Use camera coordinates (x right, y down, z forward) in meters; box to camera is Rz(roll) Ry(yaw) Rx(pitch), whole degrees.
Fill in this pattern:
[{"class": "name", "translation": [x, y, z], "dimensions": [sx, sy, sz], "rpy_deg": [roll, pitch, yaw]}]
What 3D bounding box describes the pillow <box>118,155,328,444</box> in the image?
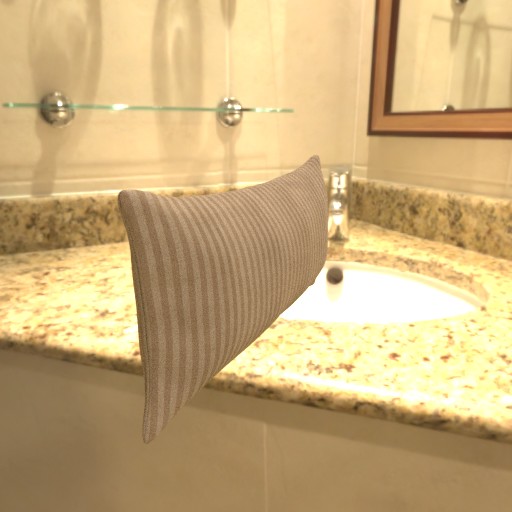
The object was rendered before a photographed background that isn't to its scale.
[{"class": "pillow", "translation": [0.000, 0.000, 0.734], "dimensions": [0.151, 0.295, 0.617], "rpy_deg": [8, 18, 24]}]
